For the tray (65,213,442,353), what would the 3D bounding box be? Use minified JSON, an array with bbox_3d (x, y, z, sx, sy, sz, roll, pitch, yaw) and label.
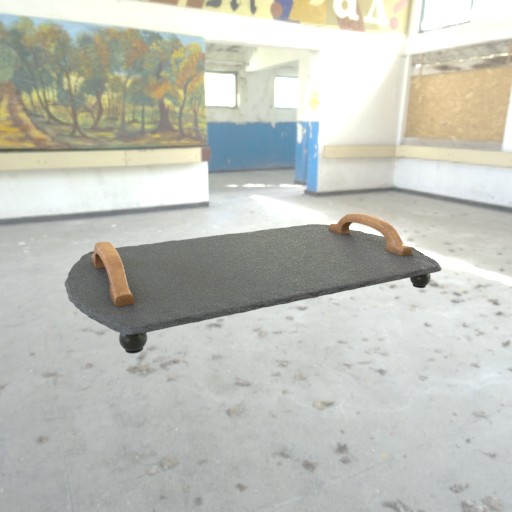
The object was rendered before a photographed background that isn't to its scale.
[{"bbox_3d":[0.000,0.000,0.485,0.387,0.062,0.231,-8,19,-26],"label":"tray"}]
